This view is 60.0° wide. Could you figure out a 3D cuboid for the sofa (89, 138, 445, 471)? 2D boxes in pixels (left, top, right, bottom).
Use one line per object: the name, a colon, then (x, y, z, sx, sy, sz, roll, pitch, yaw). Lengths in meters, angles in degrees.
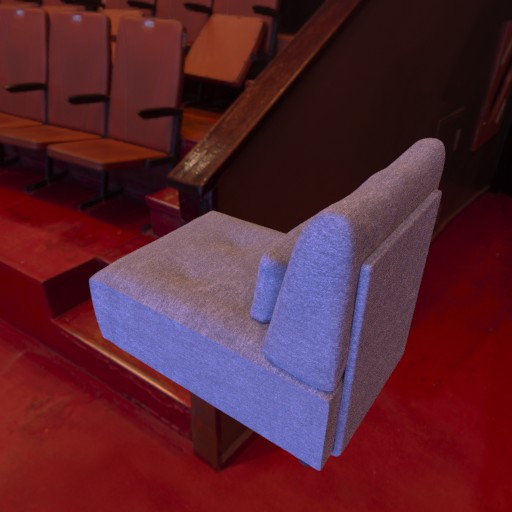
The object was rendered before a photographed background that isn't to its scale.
sofa: (0.000, 0.000, 1.536, 1.000, 0.820, 0.700, 20, 37, 30)
